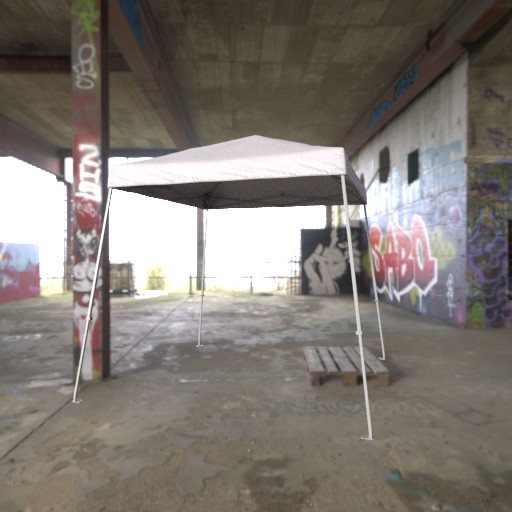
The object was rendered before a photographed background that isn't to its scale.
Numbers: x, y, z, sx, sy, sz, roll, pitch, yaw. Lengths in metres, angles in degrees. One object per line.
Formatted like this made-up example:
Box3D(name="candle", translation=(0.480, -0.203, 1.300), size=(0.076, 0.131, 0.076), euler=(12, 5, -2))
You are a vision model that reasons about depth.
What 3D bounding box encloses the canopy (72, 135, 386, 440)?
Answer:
Box3D(name="canopy", translation=(0.000, 0.000, 5.236), size=(2.849, 2.850, 2.850), euler=(0, 0, 18))
